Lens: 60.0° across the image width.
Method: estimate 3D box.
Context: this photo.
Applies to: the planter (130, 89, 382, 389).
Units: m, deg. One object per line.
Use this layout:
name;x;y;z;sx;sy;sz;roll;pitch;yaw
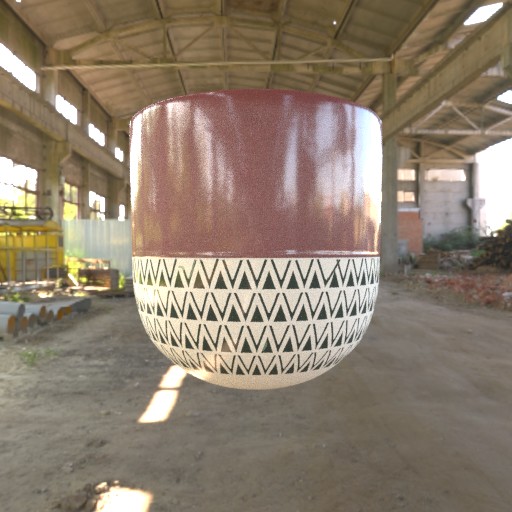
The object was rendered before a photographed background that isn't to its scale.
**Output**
planter;0.000;0.000;0.486;0.266;0.270;0.266;0;1;0
